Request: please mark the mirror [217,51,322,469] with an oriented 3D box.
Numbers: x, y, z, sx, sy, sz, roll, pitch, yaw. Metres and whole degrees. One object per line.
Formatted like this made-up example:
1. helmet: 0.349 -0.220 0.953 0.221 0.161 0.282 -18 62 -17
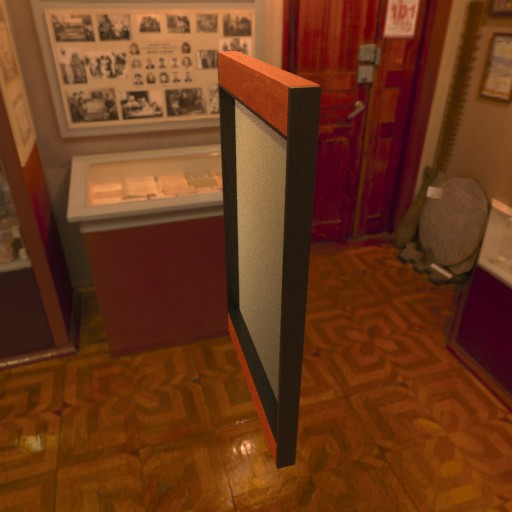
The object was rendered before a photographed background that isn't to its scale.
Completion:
1. mirror: 0.000 0.000 1.029 0.047 0.823 0.525 -8 31 -13
